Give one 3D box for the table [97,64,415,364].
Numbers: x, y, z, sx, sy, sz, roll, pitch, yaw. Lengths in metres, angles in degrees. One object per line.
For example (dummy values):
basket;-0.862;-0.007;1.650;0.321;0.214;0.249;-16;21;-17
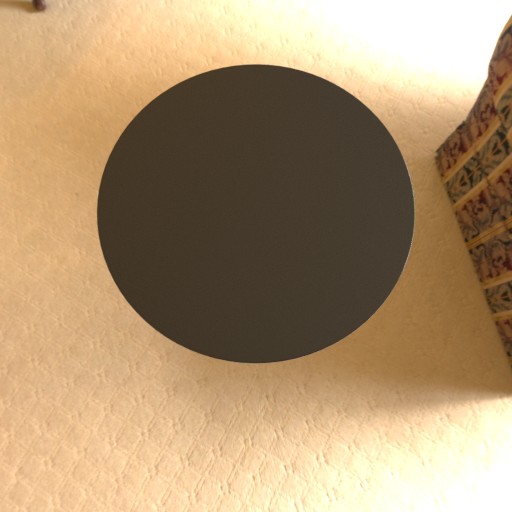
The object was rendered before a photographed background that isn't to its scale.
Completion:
table;0.000;0.000;0.985;0.481;0.665;0.481;0;75;0
